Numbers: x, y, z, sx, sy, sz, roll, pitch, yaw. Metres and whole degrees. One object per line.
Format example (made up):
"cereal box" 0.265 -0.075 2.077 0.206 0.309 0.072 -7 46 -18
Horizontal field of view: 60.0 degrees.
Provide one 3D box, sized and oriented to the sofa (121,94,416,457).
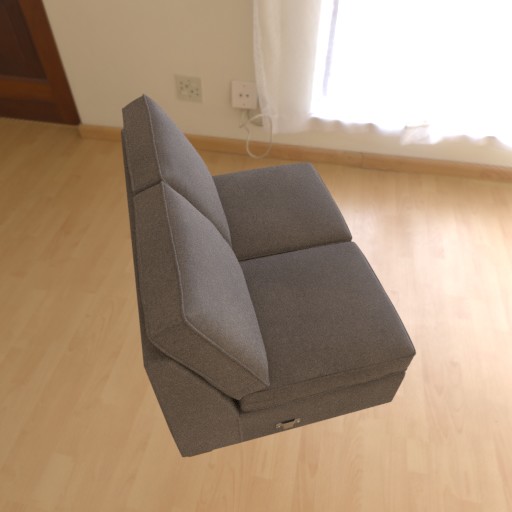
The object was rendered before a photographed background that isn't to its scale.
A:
"sofa" 0.000 0.000 1.930 0.951 1.008 1.237 -11 49 -10
